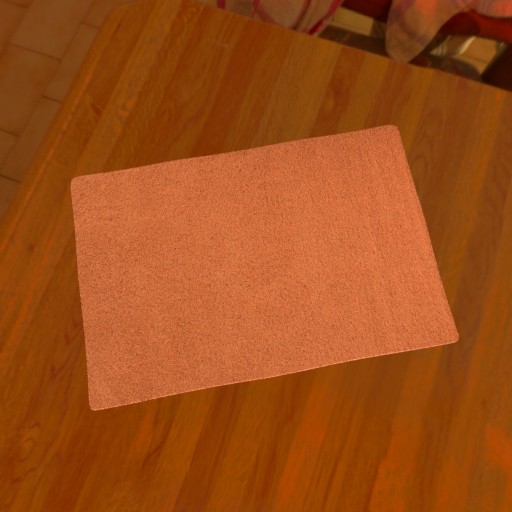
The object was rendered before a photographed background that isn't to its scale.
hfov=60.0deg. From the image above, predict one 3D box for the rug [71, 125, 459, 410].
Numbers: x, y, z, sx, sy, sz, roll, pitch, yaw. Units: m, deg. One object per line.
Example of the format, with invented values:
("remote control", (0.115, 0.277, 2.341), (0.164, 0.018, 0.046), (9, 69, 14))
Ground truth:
("rug", (0.000, 0.000, 3.399), (2.700, 0.024, 1.801), (-10, 76, -3))
